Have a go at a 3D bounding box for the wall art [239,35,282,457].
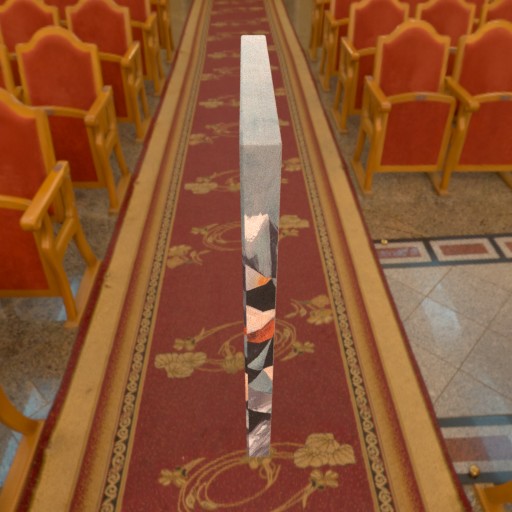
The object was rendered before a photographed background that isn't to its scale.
[{"bbox_3d":[0.000,0.000,1.147,0.061,0.911,0.609,-1,39,-1],"label":"wall art"}]
